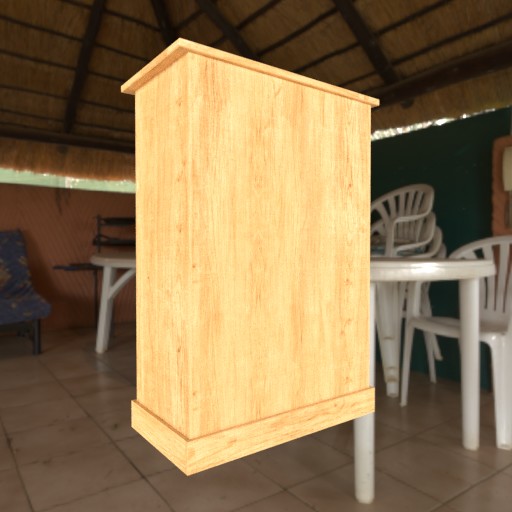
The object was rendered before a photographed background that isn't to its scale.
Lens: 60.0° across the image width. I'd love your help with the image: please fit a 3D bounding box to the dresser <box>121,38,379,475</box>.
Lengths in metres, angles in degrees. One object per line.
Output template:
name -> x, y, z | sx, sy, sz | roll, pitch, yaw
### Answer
dresser -> 0.000, 0.000, 1.770 | 0.915, 1.300, 0.485 | -1, 1, -37
